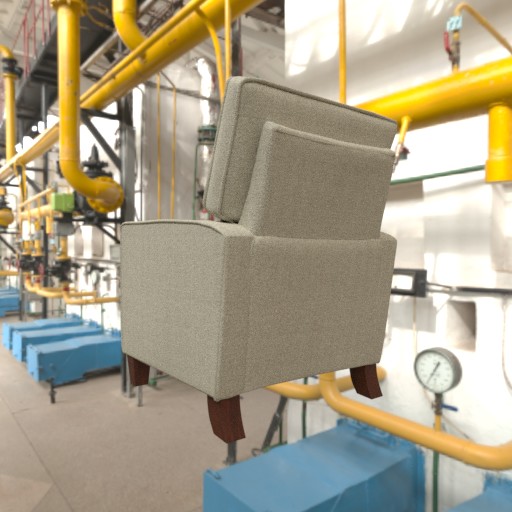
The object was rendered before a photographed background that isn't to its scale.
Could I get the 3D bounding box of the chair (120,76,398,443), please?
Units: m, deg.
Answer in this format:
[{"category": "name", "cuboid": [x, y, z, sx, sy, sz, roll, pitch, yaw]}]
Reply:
[{"category": "chair", "cuboid": [0.000, 0.000, 1.444, 0.648, 0.888, 0.754, 0, 1, -37]}]
